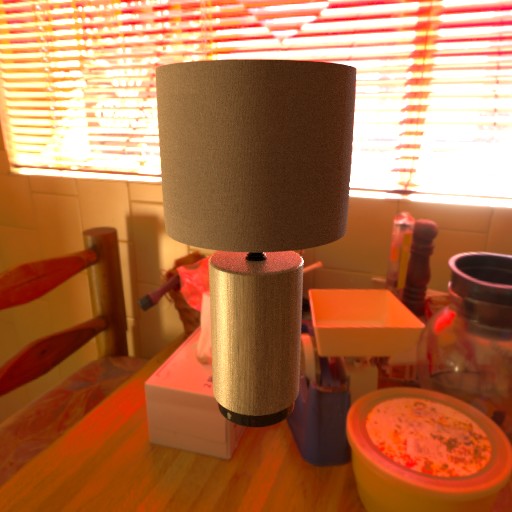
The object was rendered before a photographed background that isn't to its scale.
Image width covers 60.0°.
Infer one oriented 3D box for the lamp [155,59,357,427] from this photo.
[{"bbox_3d":[0.000,0.000,0.575,0.228,0.444,0.228,-3,18,-9],"label":"lamp"}]
